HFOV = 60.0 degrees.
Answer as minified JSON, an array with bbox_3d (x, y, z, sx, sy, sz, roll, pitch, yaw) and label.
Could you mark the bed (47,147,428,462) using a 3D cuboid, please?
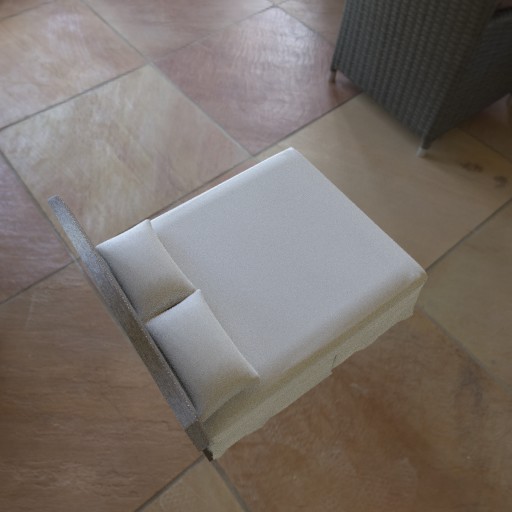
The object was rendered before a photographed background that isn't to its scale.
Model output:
[{"bbox_3d":[0.000,0.000,2.916,1.870,1.295,1.610,-31,63,-18],"label":"bed"}]
